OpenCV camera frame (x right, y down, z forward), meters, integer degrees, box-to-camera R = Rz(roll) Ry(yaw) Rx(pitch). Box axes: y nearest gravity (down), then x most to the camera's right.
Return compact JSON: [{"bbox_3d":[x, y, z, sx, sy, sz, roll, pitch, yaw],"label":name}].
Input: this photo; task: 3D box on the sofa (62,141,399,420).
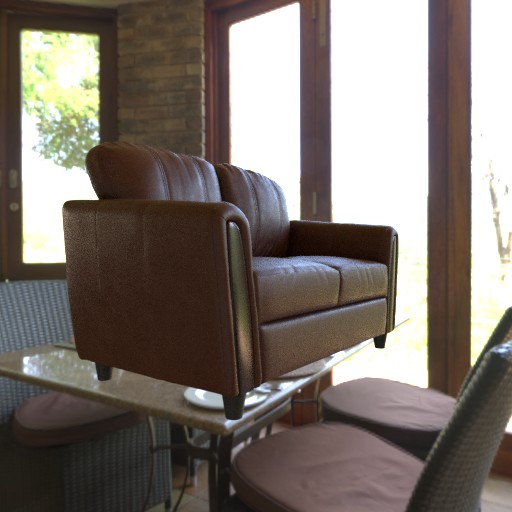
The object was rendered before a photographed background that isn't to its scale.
[{"bbox_3d":[0.000,0.000,1.914,0.805,0.906,1.406,0,0,36],"label":"sofa"}]
